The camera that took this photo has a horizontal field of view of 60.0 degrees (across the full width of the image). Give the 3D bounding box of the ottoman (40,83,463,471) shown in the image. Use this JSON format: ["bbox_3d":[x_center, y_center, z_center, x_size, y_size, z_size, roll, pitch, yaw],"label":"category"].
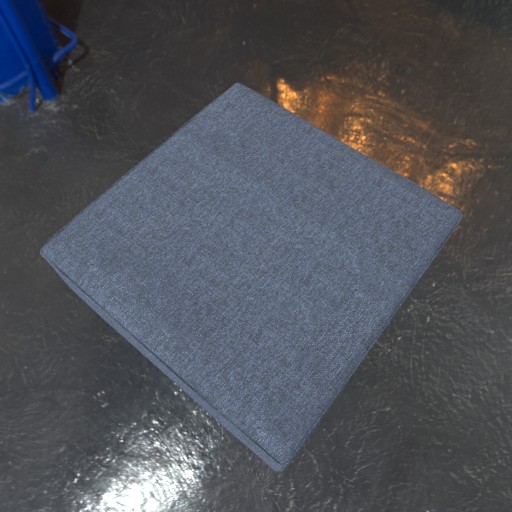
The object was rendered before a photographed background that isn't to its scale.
[{"bbox_3d":[0.000,0.000,1.600,1.023,0.423,1.017,36,68,17],"label":"ottoman"}]
